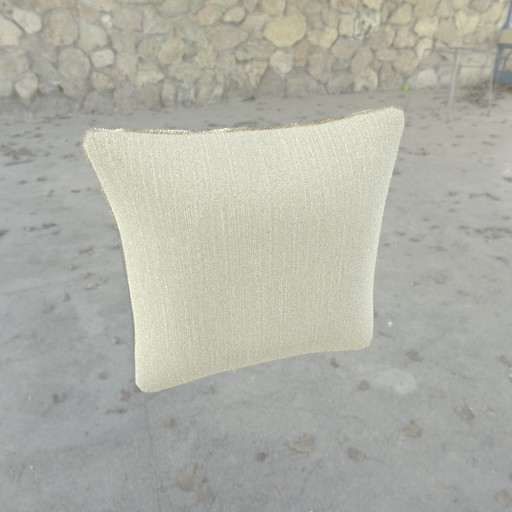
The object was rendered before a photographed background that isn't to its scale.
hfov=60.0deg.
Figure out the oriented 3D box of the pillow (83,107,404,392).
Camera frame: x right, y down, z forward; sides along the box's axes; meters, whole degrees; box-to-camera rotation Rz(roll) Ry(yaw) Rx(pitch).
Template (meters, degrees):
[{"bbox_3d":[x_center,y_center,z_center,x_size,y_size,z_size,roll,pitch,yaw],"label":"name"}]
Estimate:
[{"bbox_3d":[0.000,0.000,0.833,0.538,0.525,0.216,-9,30,-16],"label":"pillow"}]
